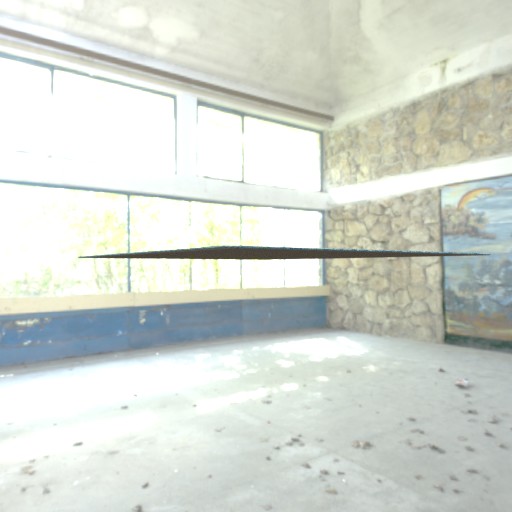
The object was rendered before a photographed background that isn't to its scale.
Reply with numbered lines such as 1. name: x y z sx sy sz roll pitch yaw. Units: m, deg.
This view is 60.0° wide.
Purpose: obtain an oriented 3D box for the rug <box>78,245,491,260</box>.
1. rug: 0.000 0.000 4.085 2.441 0.016 3.050 1 -2 -35
